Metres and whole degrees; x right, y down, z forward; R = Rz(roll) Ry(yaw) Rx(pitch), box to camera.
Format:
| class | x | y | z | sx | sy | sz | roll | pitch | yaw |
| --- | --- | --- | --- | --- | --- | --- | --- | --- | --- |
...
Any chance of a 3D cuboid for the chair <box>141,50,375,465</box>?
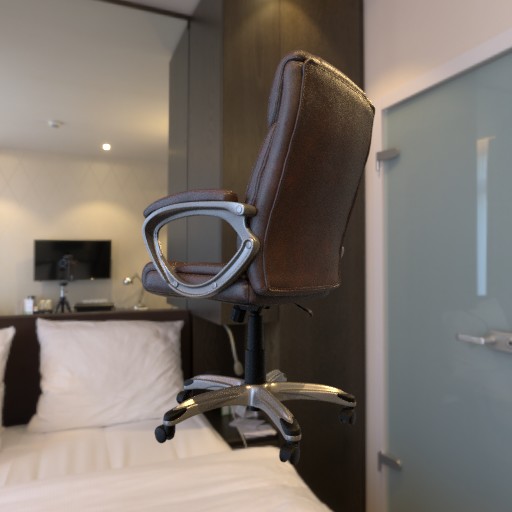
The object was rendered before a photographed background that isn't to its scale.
| class | x | y | z | sx | sy | sz | roll | pitch | yaw |
| --- | --- | --- | --- | --- | --- | --- | --- | --- | --- |
| chair | 0.000 | 0.000 | 1.528 | 0.692 | 1.128 | 0.656 | -1 | -1 | 36 |
